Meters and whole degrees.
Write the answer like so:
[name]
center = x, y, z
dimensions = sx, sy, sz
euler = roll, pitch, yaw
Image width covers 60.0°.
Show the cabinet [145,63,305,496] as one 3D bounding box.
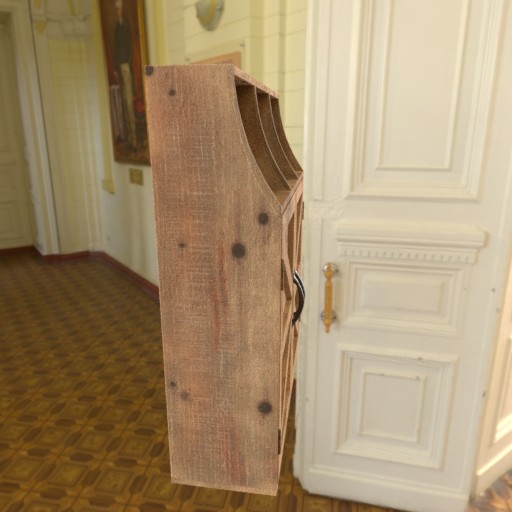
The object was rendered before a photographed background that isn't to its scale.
[cabinet]
center = 0.000, 0.000, 0.813
dimensions = 0.184, 0.590, 0.489
euler = 3, 16, 9
